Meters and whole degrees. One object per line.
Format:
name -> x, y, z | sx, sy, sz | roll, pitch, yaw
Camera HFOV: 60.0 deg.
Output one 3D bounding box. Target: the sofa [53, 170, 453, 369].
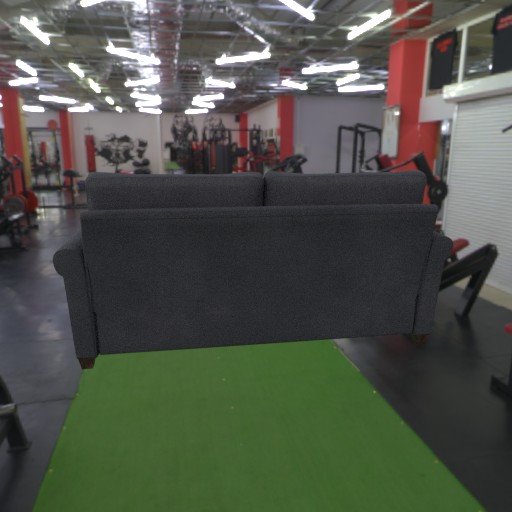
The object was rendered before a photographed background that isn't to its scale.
sofa -> 0.000, 0.000, 2.444 | 1.935, 0.942, 0.842 | -2, 13, -9
